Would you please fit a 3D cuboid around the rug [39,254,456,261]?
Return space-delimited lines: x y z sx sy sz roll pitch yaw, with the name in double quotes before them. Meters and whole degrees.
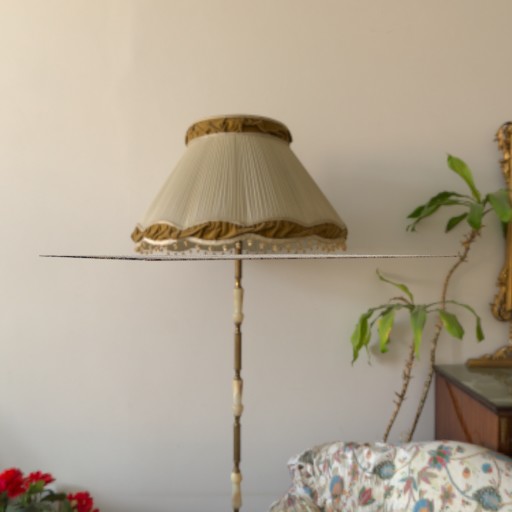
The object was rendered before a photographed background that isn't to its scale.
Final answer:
"rug" 0.000 0.000 2.278 1.848 0.012 1.217 0 1 -36
